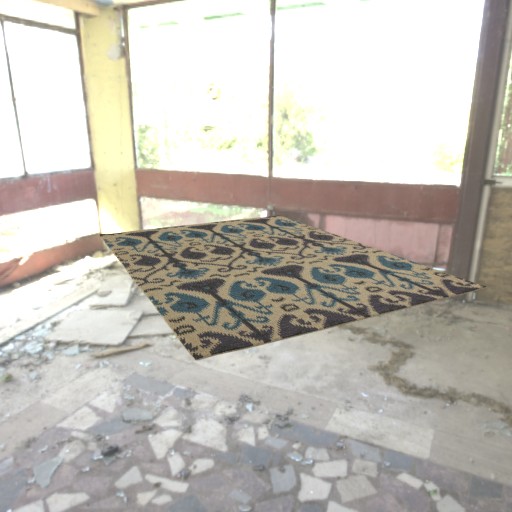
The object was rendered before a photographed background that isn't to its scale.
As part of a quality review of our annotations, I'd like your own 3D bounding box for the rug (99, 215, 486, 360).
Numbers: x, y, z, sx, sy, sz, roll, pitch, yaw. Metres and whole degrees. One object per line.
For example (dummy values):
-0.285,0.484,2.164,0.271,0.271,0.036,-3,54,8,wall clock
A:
0.000,0.000,4.328,2.443,0.024,3.228,-9,19,-26,rug
